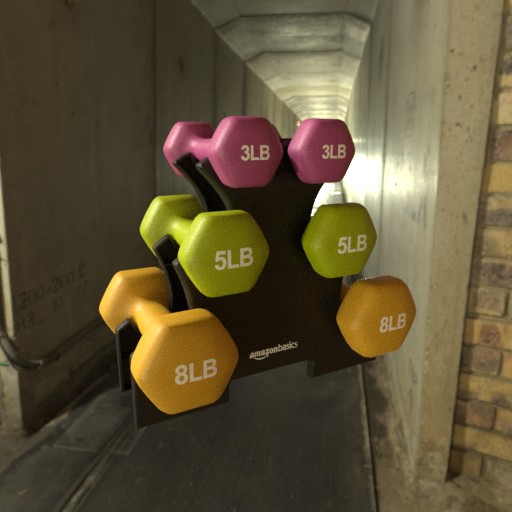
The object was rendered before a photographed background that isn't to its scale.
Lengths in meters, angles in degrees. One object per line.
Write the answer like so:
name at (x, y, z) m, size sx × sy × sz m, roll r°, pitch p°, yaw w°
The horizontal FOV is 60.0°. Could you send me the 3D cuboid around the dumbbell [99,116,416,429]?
dumbbell at (0.000, 0.000, 0.464) m, size 0.300 × 0.271 × 0.190 m, roll -8°, pitch 16°, yaw -27°
